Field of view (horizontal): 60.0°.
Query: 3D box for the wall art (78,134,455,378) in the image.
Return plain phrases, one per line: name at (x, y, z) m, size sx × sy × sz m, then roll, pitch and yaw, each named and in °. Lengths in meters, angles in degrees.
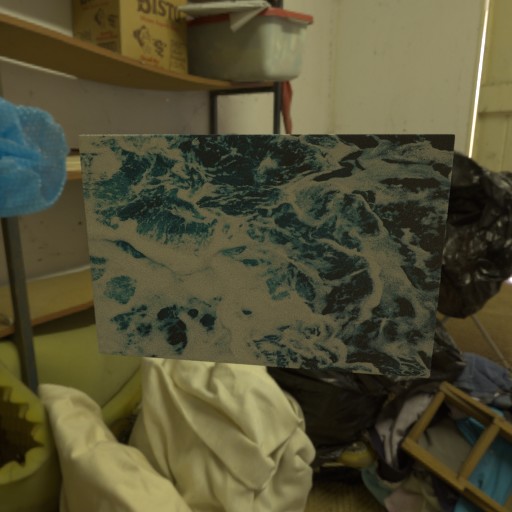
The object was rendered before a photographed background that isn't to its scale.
wall art at (0.000, 0.000, 1.925) m, size 1.524 × 1.017 × 0.055 m, roll 2°, pitch 14°, yaw 8°
